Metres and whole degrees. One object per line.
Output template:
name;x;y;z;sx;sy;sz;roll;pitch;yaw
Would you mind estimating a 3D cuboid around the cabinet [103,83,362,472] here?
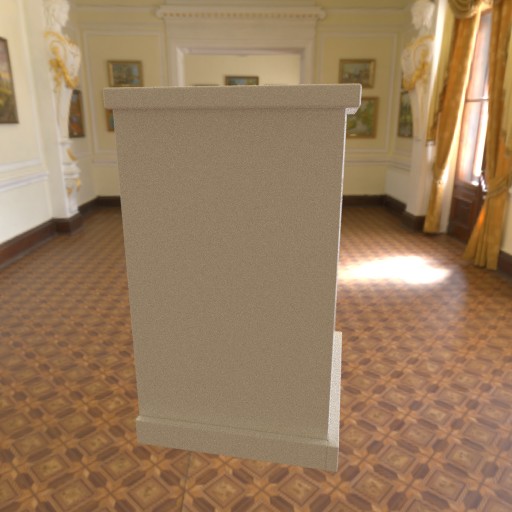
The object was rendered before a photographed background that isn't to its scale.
cabinet;0.000;0.000;1.060;0.431;0.723;0.520;3;17;11
